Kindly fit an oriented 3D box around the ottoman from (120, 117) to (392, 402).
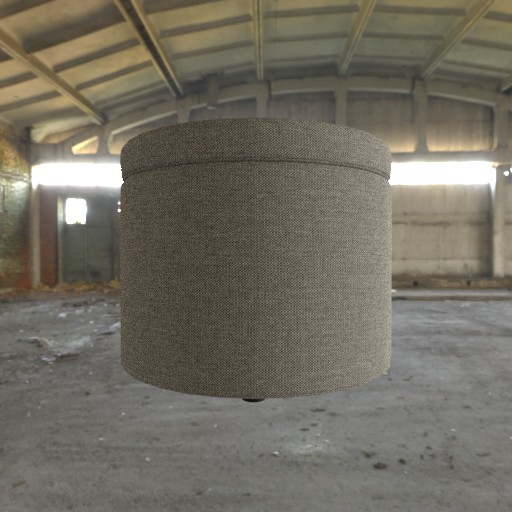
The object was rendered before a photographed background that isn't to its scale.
[{"bbox_3d":[0.000,0.000,0.853,0.500,0.419,0.500,0,0,0],"label":"ottoman"}]
